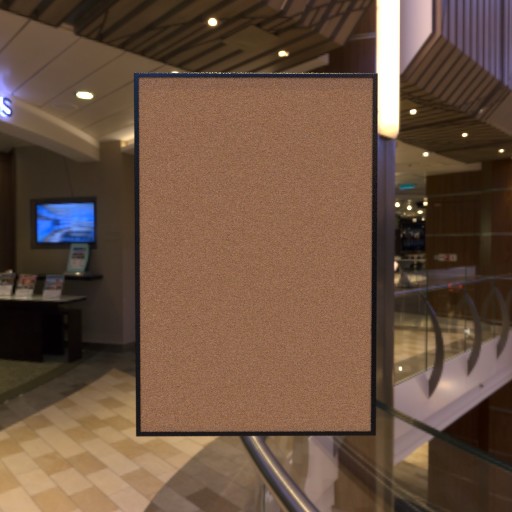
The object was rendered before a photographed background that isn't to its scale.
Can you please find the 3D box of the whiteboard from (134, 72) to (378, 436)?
[{"bbox_3d":[0.000,0.000,0.756,0.406,0.611,0.026,0,1,0],"label":"whiteboard"}]
